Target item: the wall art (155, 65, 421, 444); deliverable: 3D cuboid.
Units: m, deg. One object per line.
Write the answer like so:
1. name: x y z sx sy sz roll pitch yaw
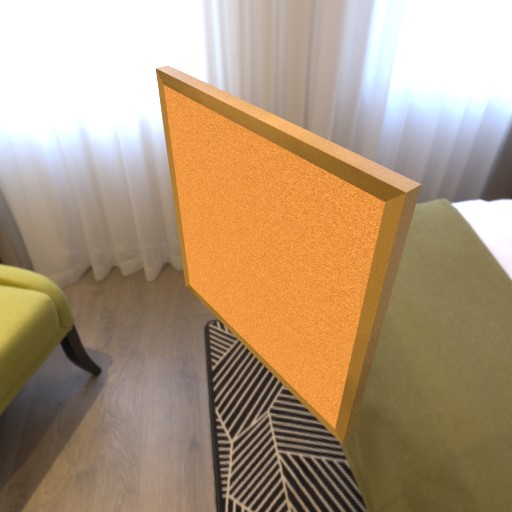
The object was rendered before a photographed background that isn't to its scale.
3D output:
1. wall art: 0.000 0.000 1.144 0.038 0.762 0.762 -27 47 -29
